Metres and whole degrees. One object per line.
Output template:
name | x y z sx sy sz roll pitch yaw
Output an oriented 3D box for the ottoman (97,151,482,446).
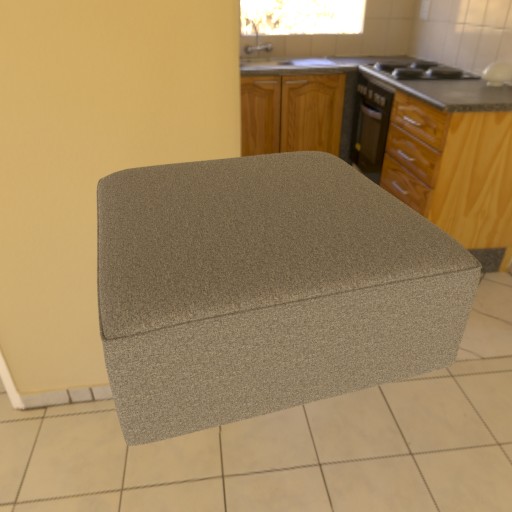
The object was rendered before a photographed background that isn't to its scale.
ottoman | 0.000 0.000 1.560 1.015 0.464 1.005 -9 32 -15
